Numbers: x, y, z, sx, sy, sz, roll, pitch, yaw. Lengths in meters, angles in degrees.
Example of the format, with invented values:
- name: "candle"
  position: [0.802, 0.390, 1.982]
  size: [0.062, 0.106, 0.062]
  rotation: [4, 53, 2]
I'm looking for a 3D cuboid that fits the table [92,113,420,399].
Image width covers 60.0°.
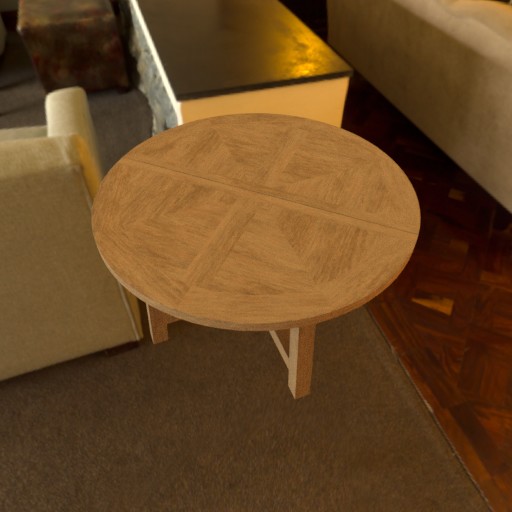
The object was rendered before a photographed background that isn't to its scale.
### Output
- name: "table"
  position: [0.000, 0.000, 2.109]
  size: [1.319, 0.762, 1.319]
  rotation: [0, 46, 0]
